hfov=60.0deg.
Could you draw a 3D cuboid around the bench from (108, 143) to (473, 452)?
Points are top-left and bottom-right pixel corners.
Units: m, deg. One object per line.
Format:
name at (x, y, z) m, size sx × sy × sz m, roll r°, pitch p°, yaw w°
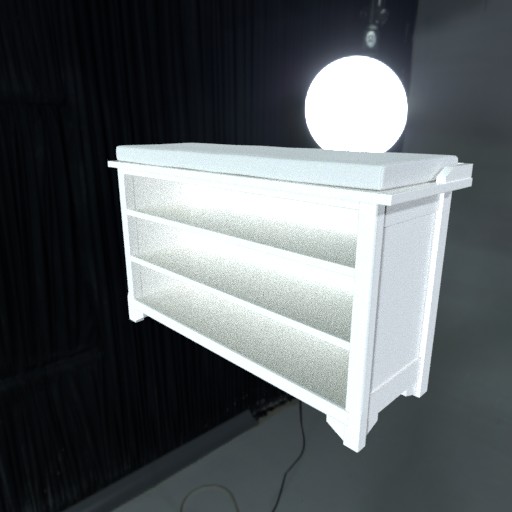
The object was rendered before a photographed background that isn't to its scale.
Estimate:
bench at (0.000, 0.000, 1.252) m, size 0.346 × 0.589 × 0.987 m, roll -16°, pitch 23°, yaw -42°
